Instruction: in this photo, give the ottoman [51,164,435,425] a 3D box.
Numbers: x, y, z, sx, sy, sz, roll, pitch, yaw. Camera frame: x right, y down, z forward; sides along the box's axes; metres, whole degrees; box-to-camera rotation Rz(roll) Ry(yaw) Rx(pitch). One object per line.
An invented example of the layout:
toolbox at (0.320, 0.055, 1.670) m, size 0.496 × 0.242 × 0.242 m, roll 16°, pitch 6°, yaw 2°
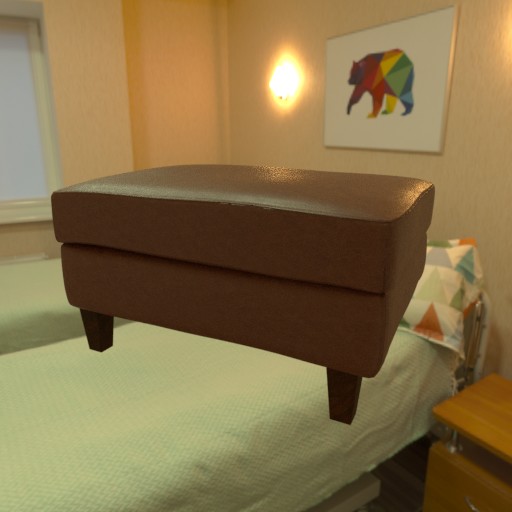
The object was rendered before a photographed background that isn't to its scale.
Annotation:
ottoman at (0.000, 0.000, 1.232) m, size 0.851 × 0.485 × 0.650 m, roll 8°, pitch 18°, yaw 25°
